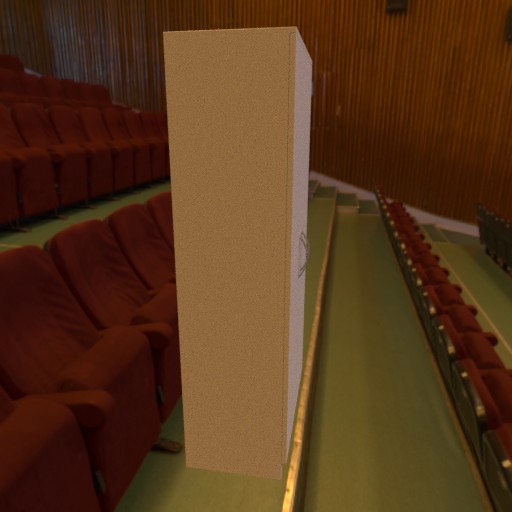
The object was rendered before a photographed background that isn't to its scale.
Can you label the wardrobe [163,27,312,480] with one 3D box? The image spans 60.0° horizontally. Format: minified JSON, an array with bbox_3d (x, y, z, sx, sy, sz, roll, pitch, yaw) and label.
[{"bbox_3d":[0.000,0.000,1.987,0.470,1.700,0.760,3,17,10],"label":"wardrobe"}]
